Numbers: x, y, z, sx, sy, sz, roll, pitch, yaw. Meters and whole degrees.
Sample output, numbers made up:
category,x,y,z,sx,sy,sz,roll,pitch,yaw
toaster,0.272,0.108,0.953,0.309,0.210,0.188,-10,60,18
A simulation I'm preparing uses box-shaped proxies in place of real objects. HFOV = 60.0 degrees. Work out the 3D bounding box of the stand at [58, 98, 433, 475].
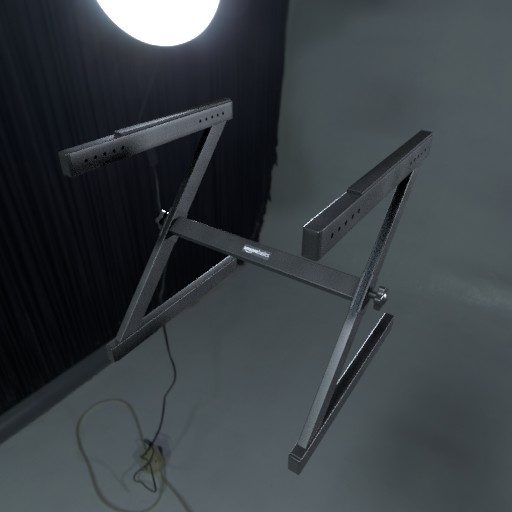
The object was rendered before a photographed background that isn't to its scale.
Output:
category,x,y,z,sx,sy,sz,roll,pitch,yaw
stand,0.000,0.000,1.156,0.700,0.617,0.586,20,37,29
